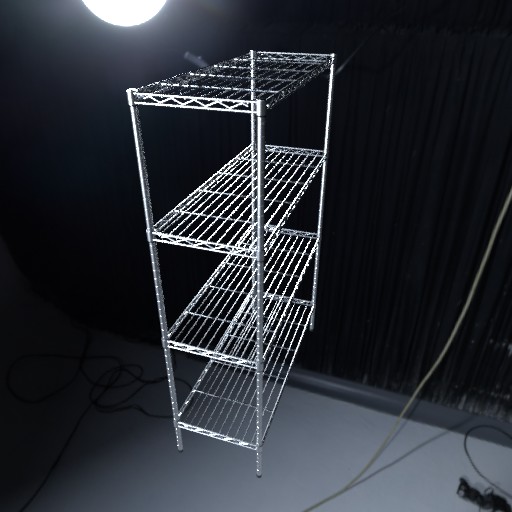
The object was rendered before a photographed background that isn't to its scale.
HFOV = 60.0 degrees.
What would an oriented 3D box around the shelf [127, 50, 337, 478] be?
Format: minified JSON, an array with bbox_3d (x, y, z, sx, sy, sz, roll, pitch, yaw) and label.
[{"bbox_3d":[0.000,0.000,1.721,0.352,1.360,0.907,10,32,16],"label":"shelf"}]
